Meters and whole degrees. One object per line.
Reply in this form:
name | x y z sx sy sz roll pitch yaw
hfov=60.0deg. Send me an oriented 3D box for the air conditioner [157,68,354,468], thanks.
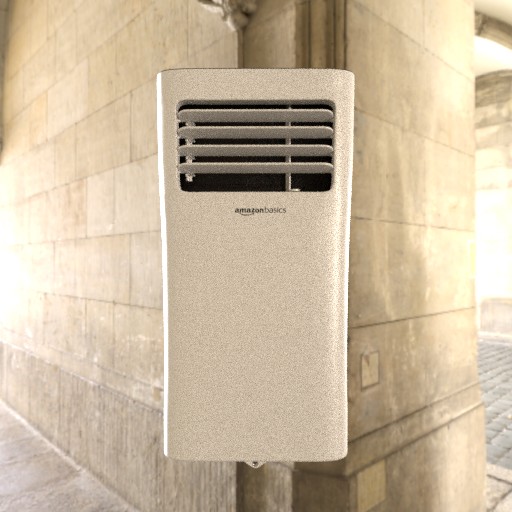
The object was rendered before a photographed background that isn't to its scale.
air conditioner | 0.000 0.000 0.903 0.352 0.716 0.369 0 -1 0
